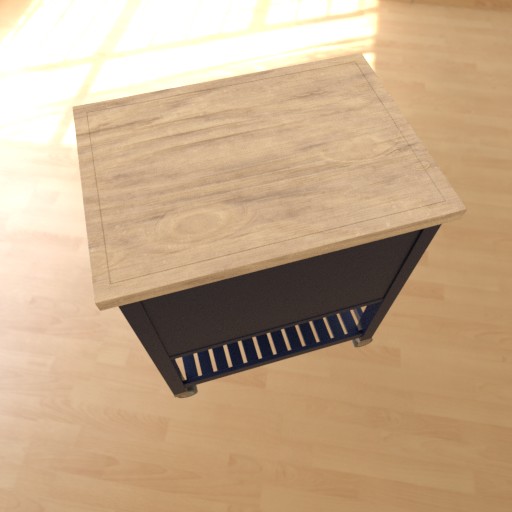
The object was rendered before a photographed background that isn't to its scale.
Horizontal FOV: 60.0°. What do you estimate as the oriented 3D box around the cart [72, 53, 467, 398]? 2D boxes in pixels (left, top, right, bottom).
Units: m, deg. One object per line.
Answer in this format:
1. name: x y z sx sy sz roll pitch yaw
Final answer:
1. cart: 0.000 0.000 1.424 0.797 0.920 0.567 -14 60 -8
